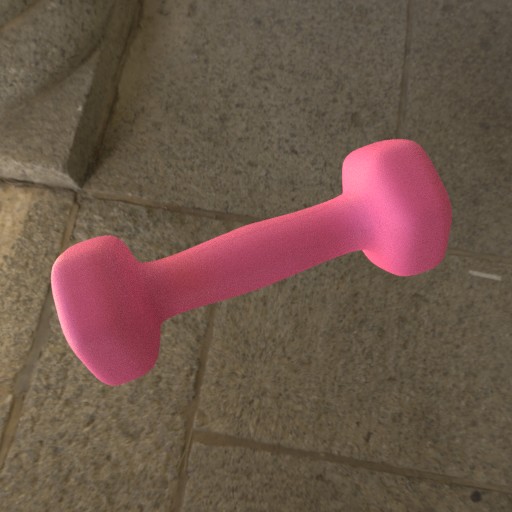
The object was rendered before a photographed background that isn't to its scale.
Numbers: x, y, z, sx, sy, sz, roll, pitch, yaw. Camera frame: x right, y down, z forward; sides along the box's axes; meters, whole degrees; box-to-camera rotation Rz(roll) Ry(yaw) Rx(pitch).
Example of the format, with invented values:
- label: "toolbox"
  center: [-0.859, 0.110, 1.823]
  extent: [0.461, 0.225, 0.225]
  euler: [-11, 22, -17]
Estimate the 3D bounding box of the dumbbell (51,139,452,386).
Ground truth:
- label: "dumbbell"
  center: [0.000, 0.000, 0.174]
  extent: [0.146, 0.053, 0.058]
  euler: [-19, 75, -5]
